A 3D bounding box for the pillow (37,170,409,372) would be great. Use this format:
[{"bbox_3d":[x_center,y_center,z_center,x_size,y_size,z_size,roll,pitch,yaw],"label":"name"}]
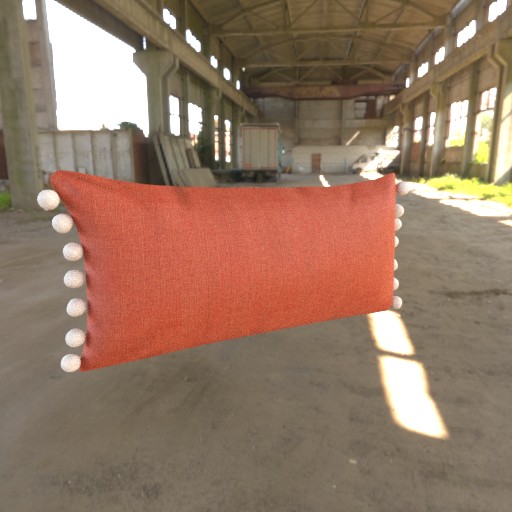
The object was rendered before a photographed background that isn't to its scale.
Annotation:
[{"bbox_3d":[0.000,0.000,0.824,0.709,0.322,0.201,-6,14,-25],"label":"pillow"}]
